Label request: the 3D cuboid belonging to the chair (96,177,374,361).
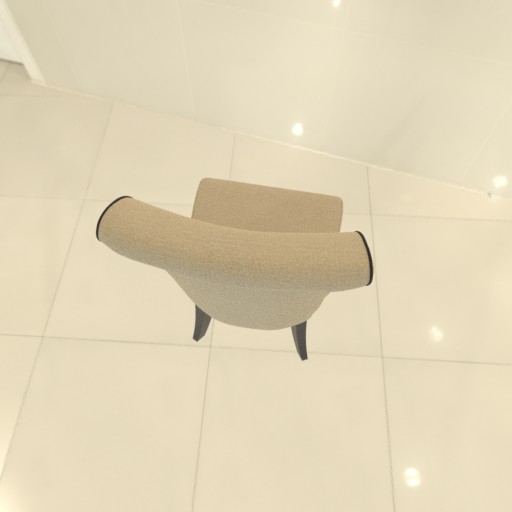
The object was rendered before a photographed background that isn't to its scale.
[{"bbox_3d":[0.000,0.000,1.340,0.522,0.997,0.623,9,62,5],"label":"chair"}]
